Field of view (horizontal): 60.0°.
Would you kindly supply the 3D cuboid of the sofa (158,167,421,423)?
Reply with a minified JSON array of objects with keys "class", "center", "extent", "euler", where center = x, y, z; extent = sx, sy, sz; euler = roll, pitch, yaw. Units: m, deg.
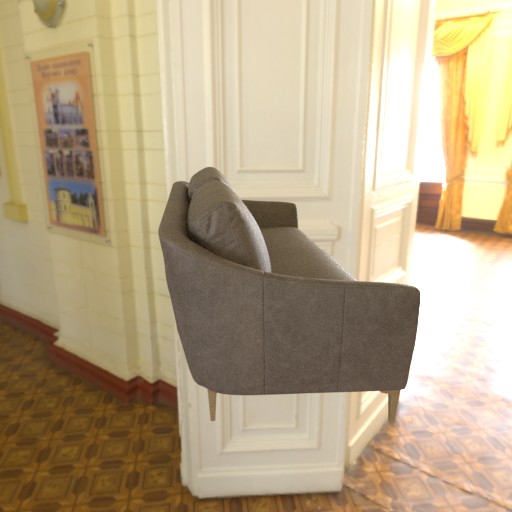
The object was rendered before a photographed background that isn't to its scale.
[{"class":"sofa","center":[0.000,0.000,2.536],"extent":[0.960,0.902,2.036],"euler":[-2,16,-8]}]
